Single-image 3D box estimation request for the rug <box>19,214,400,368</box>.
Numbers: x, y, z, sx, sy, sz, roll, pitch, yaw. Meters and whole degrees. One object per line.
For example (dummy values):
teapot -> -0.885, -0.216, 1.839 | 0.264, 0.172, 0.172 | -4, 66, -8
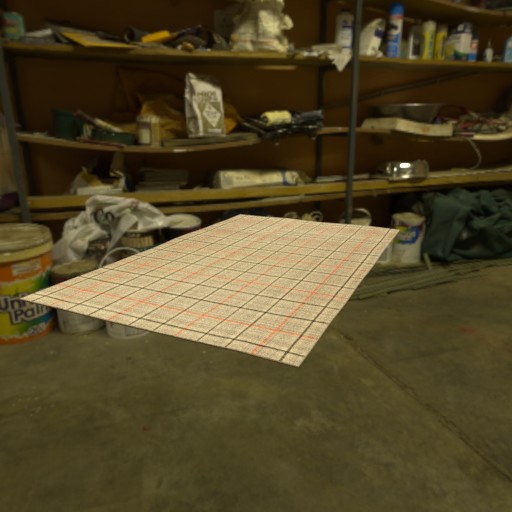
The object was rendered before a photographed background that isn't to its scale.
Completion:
rug -> 0.000, 0.000, 3.011 | 1.524, 0.015, 2.439 | 8, 18, 25
